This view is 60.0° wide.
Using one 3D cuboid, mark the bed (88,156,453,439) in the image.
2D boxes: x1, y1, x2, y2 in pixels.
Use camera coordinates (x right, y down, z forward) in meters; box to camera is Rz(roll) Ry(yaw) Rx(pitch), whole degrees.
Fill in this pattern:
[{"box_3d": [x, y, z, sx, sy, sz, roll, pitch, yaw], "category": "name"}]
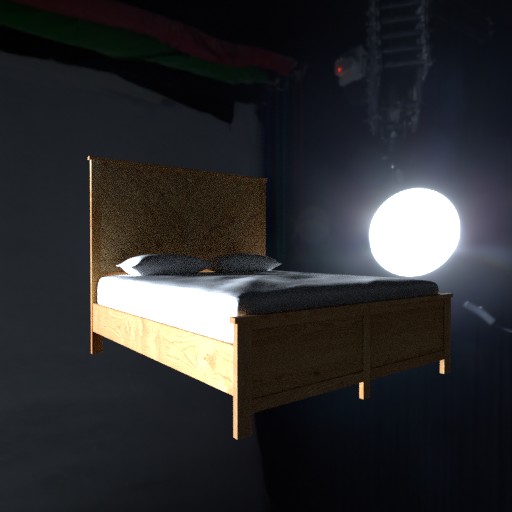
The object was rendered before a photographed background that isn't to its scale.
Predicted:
[{"box_3d": [0.000, 0.000, 3.514, 1.936, 1.686, 2.201, -1, 1, -37], "category": "bed"}]
